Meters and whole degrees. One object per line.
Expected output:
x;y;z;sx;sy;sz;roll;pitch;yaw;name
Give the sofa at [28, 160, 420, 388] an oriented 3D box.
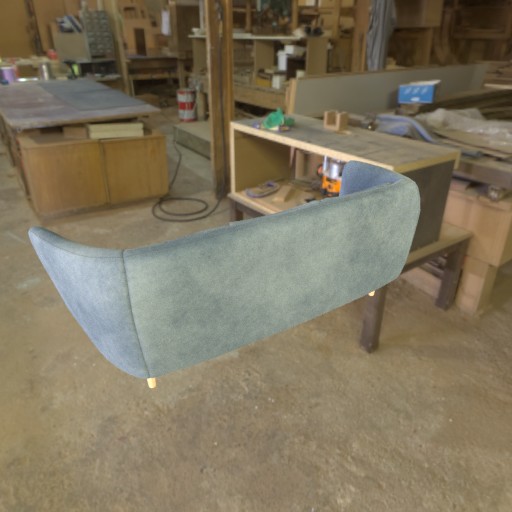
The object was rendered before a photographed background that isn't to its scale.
0.000;0.000;2.455;2.095;0.795;0.849;-17;33;-29;sofa
